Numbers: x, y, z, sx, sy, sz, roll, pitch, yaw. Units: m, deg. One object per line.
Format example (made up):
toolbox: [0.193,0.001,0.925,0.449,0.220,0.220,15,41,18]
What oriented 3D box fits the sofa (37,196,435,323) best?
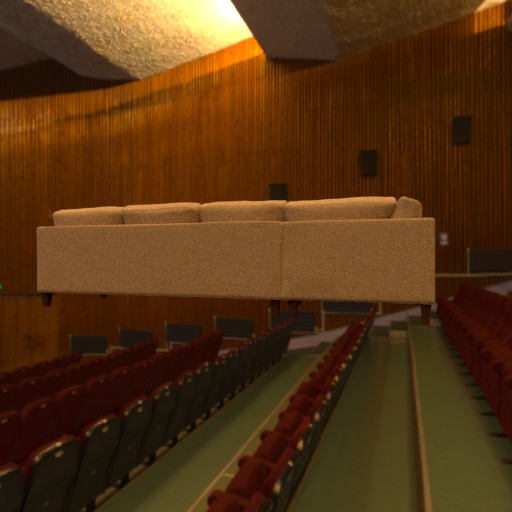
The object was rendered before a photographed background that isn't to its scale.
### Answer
sofa: [0.000,0.000,4.451,3.182,0.863,2.432,0,0,18]
